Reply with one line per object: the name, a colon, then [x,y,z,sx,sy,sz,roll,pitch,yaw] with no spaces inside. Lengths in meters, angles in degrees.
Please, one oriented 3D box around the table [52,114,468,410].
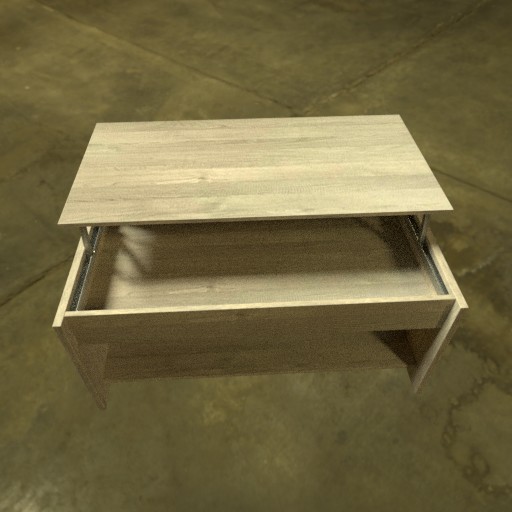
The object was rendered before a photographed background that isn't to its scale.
table: [0.000,0.000,1.418,1.000,0.570,0.712,-2,46,-2]
